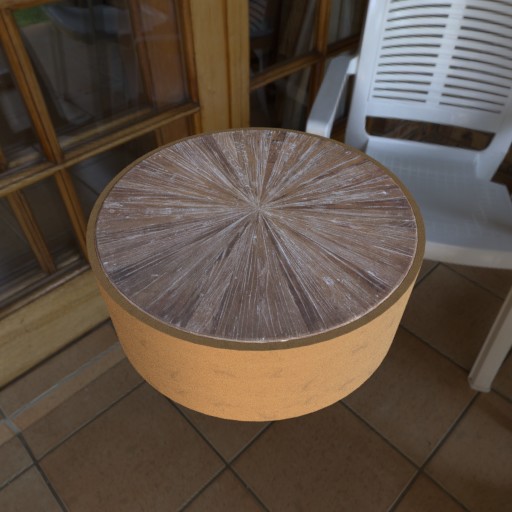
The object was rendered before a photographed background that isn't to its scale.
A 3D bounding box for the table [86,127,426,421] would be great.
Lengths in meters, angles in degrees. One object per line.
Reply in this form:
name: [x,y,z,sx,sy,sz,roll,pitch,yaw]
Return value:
table: [0.000,0.000,1.492,1.001,0.409,1.001,0,45,0]
